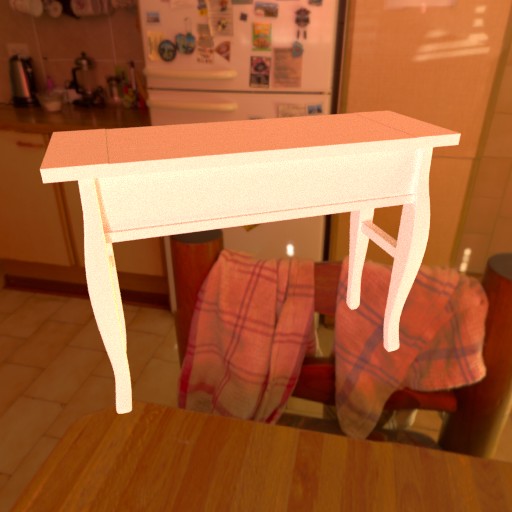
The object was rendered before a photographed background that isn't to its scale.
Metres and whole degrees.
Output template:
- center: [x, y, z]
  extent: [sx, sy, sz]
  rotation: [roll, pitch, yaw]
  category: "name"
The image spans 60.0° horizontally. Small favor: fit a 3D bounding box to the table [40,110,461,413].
- center: [0.000, 0.000, 1.400]
  extent: [1.062, 0.768, 0.373]
  rotation: [-9, 29, -16]
  category: "table"
